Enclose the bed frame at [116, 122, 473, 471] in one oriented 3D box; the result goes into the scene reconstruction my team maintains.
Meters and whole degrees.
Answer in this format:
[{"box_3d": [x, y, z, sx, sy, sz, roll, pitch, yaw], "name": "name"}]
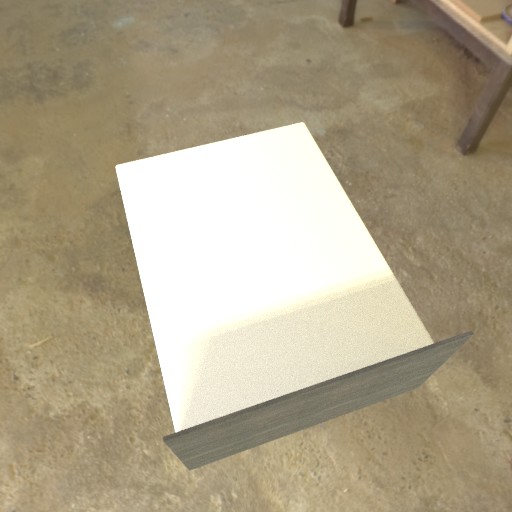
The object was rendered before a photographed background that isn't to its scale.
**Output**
[{"box_3d": [0.000, 0.000, 2.673, 1.400, 0.800, 1.900, -16, 58, -10], "name": "bed frame"}]
